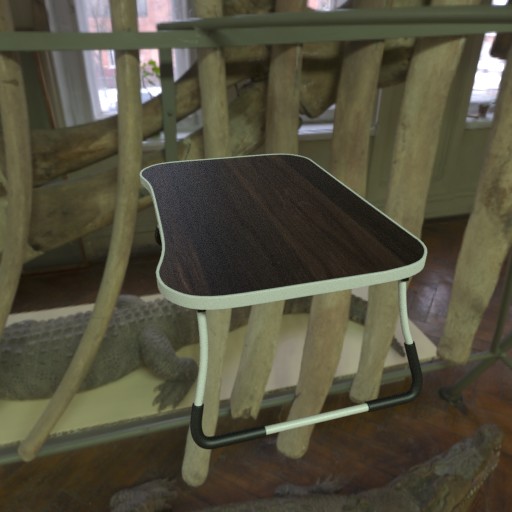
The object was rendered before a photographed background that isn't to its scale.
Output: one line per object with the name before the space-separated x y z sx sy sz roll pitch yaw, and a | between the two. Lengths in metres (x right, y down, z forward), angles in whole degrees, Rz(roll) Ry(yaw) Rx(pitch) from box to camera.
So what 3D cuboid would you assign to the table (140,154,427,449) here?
table | 0.000 0.000 0.880 0.400 0.232 0.660 -8 30 -14
